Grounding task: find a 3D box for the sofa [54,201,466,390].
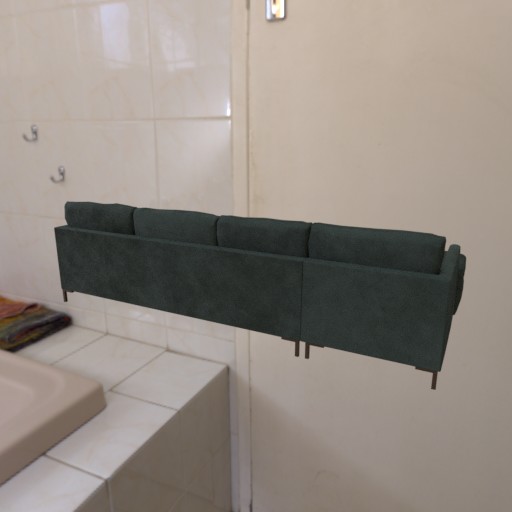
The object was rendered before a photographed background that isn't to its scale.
[{"bbox_3d":[0.000,0.000,4.001,3.400,0.967,1.500,8,17,26],"label":"sofa"}]
